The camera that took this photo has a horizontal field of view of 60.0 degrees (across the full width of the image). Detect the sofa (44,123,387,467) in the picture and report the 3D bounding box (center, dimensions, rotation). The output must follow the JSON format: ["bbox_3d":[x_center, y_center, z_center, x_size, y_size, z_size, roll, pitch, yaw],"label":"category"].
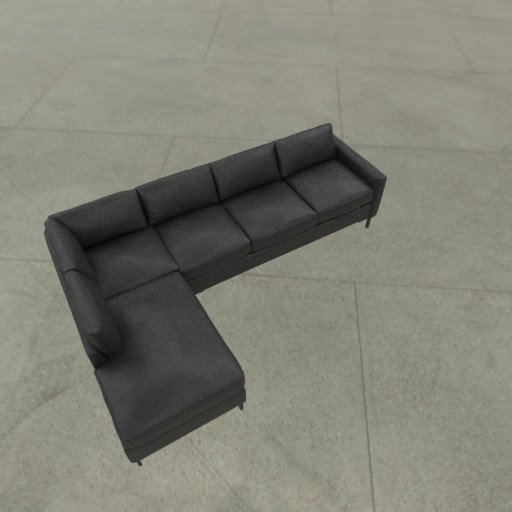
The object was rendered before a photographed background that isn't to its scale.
[{"bbox_3d":[0.000,0.000,3.726,2.984,0.877,1.938,-23,51,-20],"label":"sofa"}]
